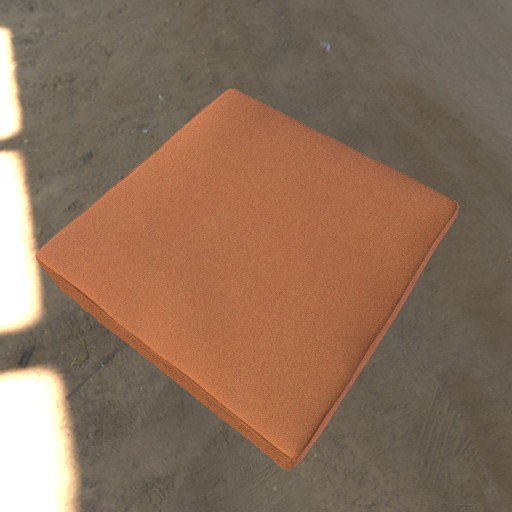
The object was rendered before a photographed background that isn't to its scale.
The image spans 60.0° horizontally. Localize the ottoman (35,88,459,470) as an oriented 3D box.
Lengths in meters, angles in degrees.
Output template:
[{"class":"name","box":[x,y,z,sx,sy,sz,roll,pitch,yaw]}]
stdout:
[{"class":"ottoman","box":[0.000,0.000,1.554,0.999,0.438,0.997,33,64,18]}]
